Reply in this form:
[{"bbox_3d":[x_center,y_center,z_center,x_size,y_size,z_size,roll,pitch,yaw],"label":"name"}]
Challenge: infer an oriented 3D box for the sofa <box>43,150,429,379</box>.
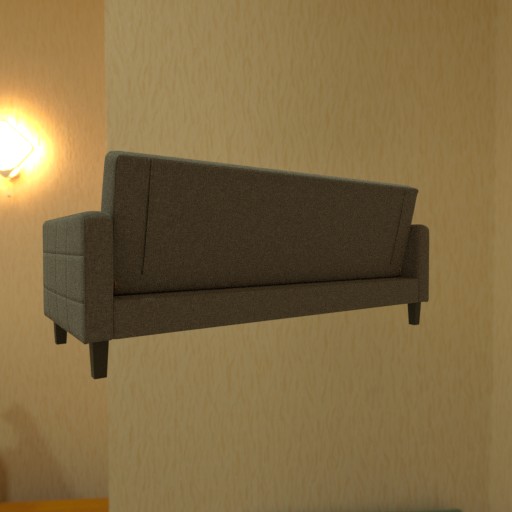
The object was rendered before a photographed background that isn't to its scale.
[{"bbox_3d":[0.000,0.000,2.437,2.040,0.850,0.810,-1,2,-35],"label":"sofa"}]
